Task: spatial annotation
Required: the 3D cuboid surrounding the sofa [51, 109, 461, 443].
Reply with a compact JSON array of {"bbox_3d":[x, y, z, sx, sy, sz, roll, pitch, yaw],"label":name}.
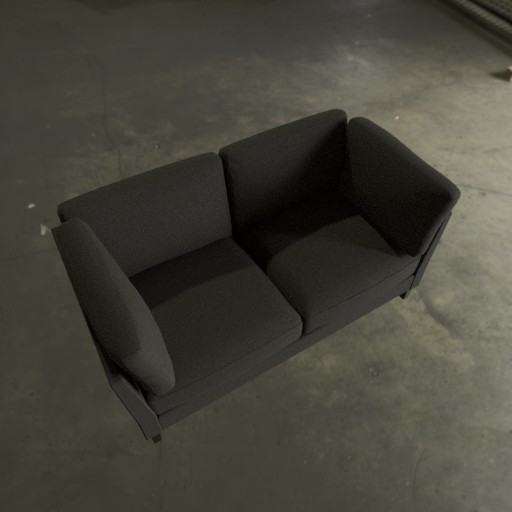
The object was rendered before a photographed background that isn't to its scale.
[{"bbox_3d":[0.000,0.000,2.294,1.751,0.920,0.969,-25,52,-21],"label":"sofa"}]
